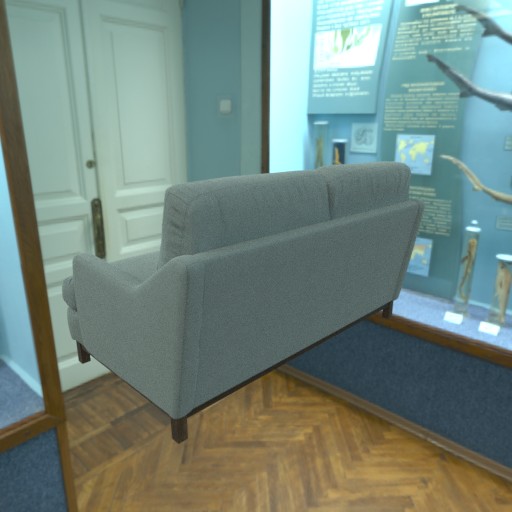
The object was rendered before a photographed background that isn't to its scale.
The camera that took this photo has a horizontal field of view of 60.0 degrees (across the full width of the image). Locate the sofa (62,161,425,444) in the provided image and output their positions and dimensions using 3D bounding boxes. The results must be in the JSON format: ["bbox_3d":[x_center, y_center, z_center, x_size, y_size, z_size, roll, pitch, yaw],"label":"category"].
[{"bbox_3d":[0.000,0.000,2.208,0.987,0.921,1.589,16,23,43],"label":"sofa"}]
